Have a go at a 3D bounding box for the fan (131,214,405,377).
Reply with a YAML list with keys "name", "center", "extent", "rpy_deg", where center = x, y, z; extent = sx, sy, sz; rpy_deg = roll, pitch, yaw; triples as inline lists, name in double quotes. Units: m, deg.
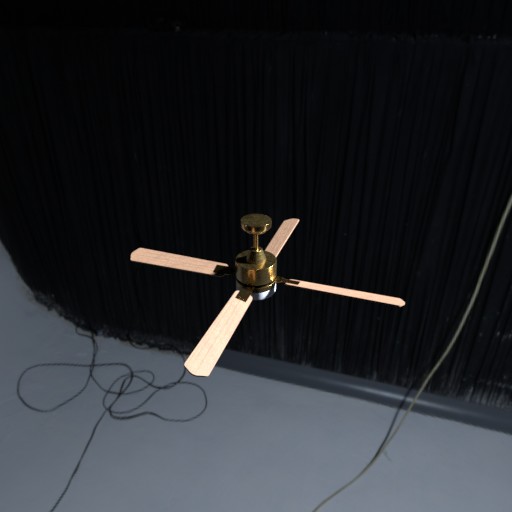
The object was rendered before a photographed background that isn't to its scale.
- name: "fan"
  center: [0.000, 0.000, 1.992]
  extent: [1.320, 0.355, 1.320]
  rpy_deg: [10, 31, 16]
